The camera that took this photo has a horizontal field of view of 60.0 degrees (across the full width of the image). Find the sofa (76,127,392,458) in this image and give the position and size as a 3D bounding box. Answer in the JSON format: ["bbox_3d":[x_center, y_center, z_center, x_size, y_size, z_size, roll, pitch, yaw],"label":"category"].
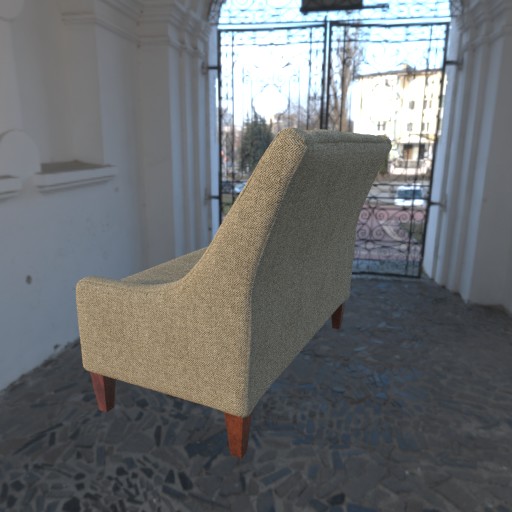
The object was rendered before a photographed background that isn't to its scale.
[{"bbox_3d":[0.000,0.000,1.901,0.870,1.021,1.242,7,16,25],"label":"sofa"}]
